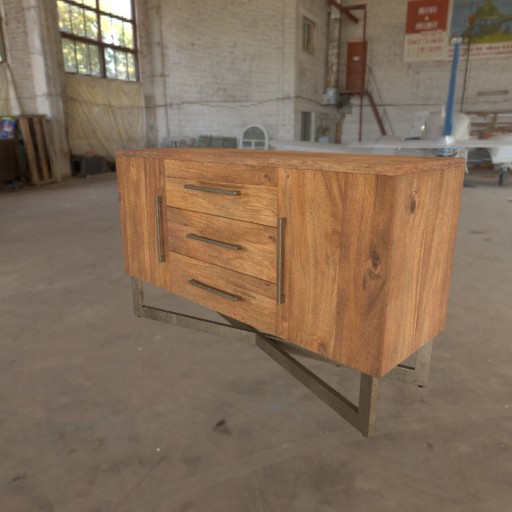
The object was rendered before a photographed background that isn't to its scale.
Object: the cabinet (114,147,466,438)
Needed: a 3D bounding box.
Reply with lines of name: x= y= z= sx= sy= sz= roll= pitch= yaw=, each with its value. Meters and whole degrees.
cabinet: x=0.000 y=0.000 z=1.795 sx=1.373 sy=0.812 sz=0.480 roll=15 pitch=22 yaw=42
